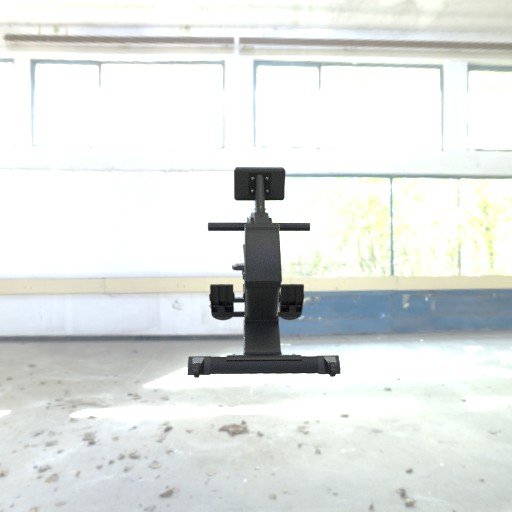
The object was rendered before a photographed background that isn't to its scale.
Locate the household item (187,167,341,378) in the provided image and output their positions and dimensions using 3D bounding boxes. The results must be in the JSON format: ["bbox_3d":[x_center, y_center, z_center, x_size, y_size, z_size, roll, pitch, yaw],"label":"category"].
[{"bbox_3d":[0.000,0.000,2.565,0.521,0.810,2.251,0,1,-2],"label":"household item"}]
